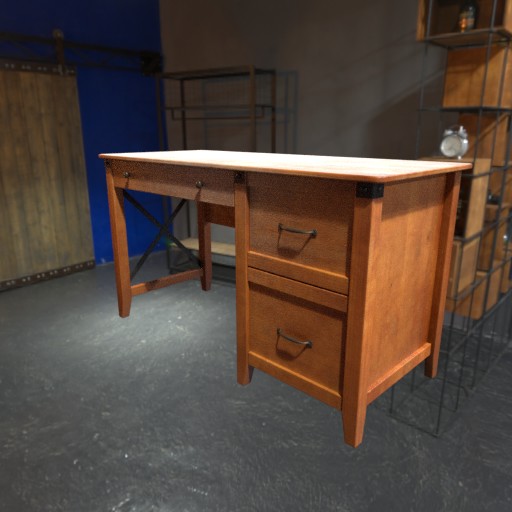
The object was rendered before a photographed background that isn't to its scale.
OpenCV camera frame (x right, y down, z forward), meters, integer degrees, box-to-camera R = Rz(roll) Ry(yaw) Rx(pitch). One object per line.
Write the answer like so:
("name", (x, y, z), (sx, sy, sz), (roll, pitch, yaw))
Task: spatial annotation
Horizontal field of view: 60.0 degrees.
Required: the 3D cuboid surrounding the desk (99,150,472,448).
("desk", (0.000, 0.000, 1.751), (1.353, 0.756, 0.574), (15, 22, 42))
